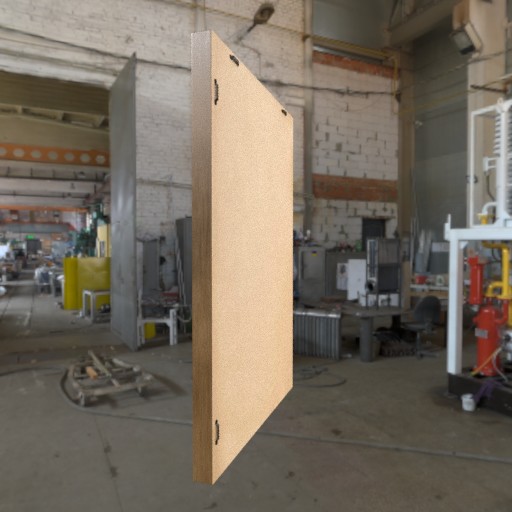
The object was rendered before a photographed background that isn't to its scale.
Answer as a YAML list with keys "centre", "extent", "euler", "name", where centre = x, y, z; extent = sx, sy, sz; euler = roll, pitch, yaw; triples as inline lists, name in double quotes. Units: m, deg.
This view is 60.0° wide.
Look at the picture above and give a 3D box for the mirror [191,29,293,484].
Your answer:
- centre: [0.000, 0.000, 0.935]
  extent: [0.040, 0.710, 0.507]
  euler: [1, 2, 19]
  name: "mirror"
